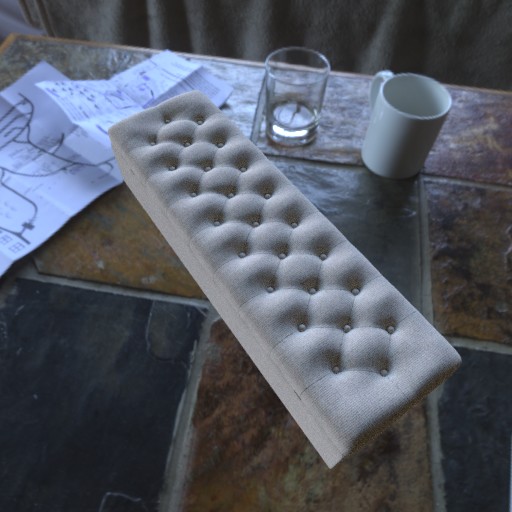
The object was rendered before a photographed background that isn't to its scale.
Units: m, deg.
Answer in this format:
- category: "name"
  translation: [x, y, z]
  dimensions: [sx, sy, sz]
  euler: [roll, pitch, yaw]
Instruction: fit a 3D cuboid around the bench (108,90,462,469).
- category: "bench"
  translation: [0.000, 0.000, 1.686]
  dimensions: [0.455, 0.467, 1.480]
  euler: [-30, 62, -18]
